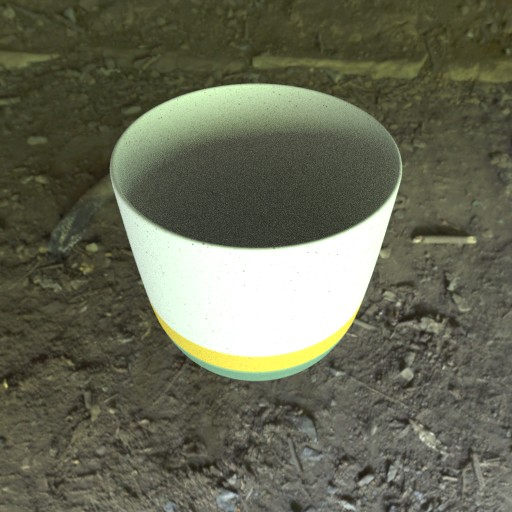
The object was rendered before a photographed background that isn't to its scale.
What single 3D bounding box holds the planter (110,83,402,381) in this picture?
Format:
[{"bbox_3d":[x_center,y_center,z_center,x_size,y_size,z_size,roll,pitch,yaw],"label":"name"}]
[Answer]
[{"bbox_3d":[0.000,0.000,0.379,0.195,0.214,0.195,0,47,0],"label":"planter"}]
